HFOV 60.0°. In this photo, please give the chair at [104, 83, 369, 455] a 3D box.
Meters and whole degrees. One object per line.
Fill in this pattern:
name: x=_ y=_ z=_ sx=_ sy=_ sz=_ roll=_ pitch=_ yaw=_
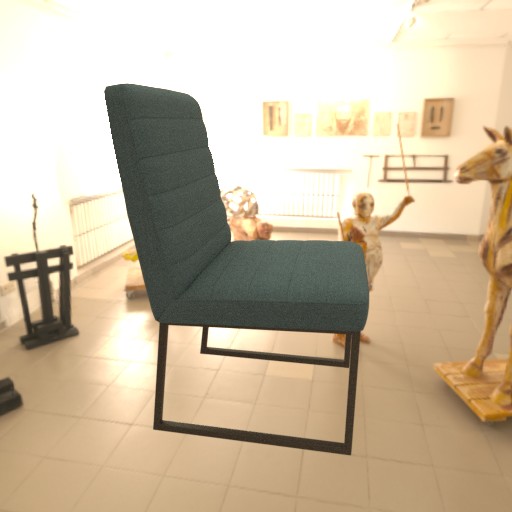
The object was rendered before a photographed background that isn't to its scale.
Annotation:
chair: x=0.000 y=0.000 z=1.305 sx=0.634 sy=0.930 sz=0.520 roll=3 pitch=17 yaw=10
